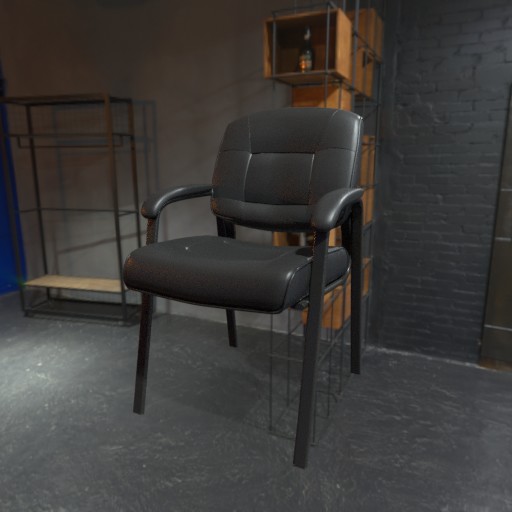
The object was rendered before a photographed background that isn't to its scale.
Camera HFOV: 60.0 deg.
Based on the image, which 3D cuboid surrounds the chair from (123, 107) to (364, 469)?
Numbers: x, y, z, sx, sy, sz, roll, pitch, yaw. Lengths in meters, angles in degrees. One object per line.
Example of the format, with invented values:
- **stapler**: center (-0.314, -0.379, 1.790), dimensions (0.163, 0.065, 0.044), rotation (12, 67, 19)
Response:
- **chair**: center (0.000, 0.000, 1.340), dimensions (0.591, 0.910, 0.668), rotation (6, 14, 27)
